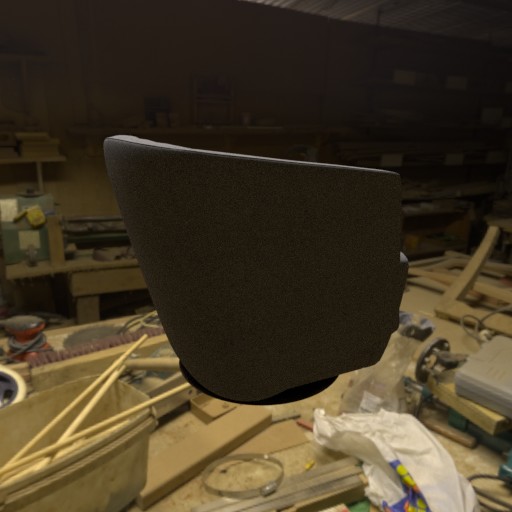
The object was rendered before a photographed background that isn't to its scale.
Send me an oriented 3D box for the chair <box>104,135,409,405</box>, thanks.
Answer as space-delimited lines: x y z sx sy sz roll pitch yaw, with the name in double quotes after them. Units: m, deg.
0.000 0.000 1.638 0.986 0.861 0.822 -8 17 -26 "chair"
